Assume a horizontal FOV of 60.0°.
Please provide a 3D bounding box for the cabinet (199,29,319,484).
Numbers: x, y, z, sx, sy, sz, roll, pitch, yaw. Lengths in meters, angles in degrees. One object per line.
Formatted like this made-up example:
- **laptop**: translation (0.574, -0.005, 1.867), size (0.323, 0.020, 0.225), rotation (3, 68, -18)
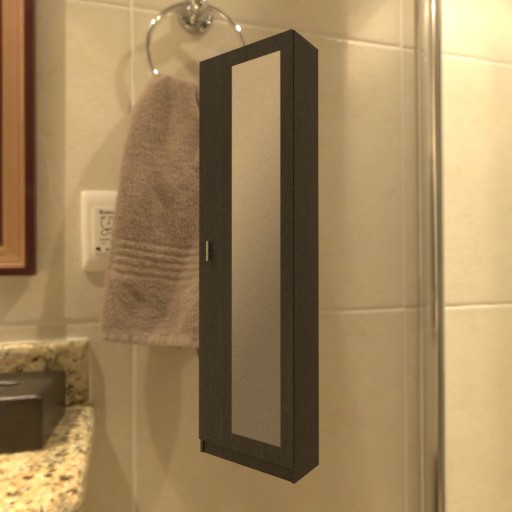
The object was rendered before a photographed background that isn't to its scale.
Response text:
- **cabinet**: translation (0.000, 0.000, 1.965), size (0.500, 1.790, 0.230), rotation (-1, -1, 36)
